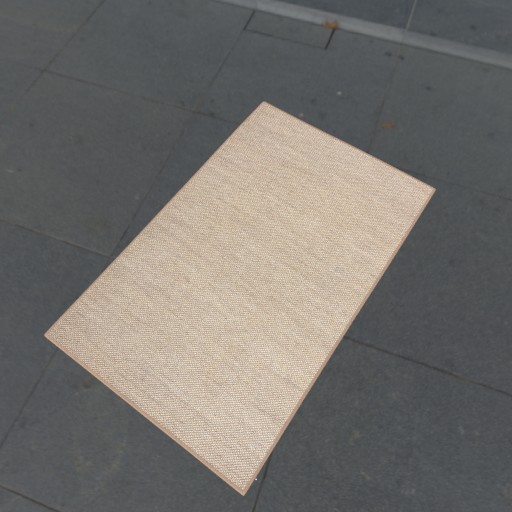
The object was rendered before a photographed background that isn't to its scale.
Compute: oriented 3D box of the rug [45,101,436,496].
[{"bbox_3d":[0.000,0.000,2.069,1.061,0.012,1.668,32,68,15],"label":"rug"}]
